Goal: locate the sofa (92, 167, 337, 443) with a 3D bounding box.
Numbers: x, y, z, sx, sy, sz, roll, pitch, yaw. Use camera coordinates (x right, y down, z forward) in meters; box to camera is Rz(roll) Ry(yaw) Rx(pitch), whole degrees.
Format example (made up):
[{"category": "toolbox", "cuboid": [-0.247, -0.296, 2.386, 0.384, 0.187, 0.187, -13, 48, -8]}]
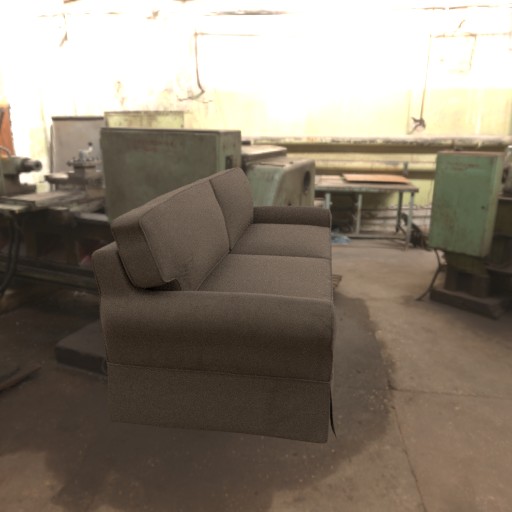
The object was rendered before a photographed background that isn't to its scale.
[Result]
[{"category": "sofa", "cuboid": [0.000, 0.000, 2.744, 0.991, 0.943, 2.248, 2, 16, 8]}]
